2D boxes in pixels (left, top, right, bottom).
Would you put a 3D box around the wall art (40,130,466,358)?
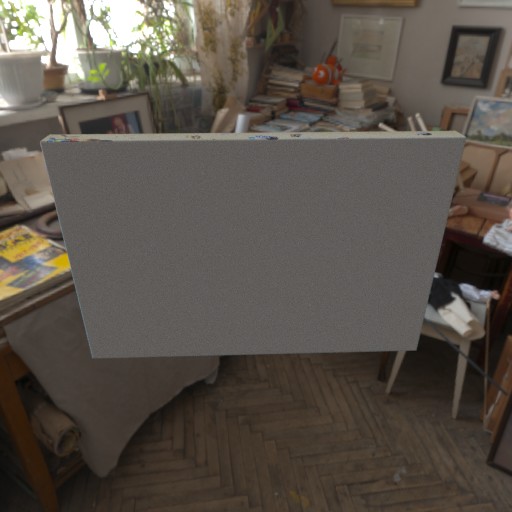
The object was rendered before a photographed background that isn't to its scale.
[{"bbox_3d":[0.000,0.000,0.749,0.609,0.406,0.039,-1,30,-2],"label":"wall art"}]
